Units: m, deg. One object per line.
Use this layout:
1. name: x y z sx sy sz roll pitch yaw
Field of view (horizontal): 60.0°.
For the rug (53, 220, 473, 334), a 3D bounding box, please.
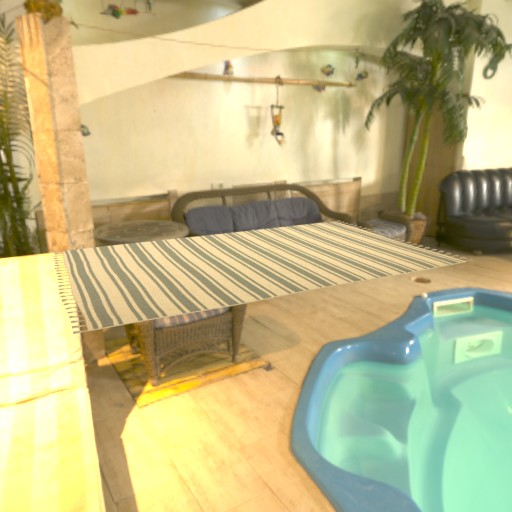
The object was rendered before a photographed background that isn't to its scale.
1. rug: 0.000 0.000 2.520 2.084 0.009 1.222 -8 18 -25
